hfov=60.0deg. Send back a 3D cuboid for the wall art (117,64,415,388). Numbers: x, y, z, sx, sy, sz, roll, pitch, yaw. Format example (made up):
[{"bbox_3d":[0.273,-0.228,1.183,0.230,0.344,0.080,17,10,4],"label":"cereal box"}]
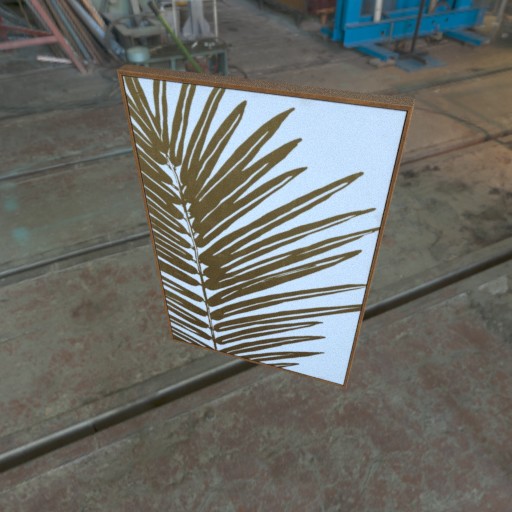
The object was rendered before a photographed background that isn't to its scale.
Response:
[{"bbox_3d":[0.000,0.000,1.183,0.610,0.914,0.037,12,43,14],"label":"wall art"}]
